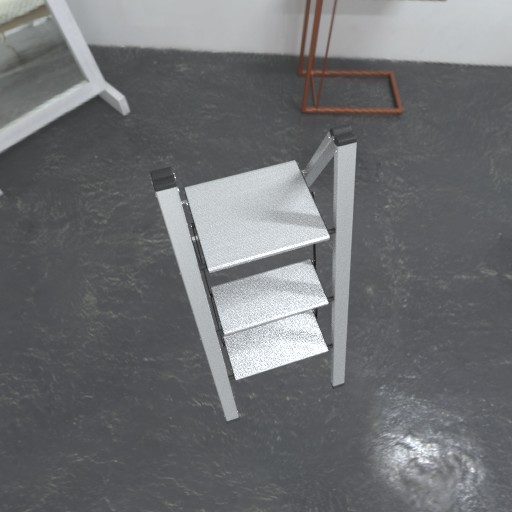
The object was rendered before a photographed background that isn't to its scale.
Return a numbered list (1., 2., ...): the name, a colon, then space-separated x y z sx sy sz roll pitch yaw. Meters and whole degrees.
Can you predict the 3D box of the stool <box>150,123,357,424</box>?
1. stool: 0.000 0.000 1.310 0.441 0.902 0.730 -15 63 -8
